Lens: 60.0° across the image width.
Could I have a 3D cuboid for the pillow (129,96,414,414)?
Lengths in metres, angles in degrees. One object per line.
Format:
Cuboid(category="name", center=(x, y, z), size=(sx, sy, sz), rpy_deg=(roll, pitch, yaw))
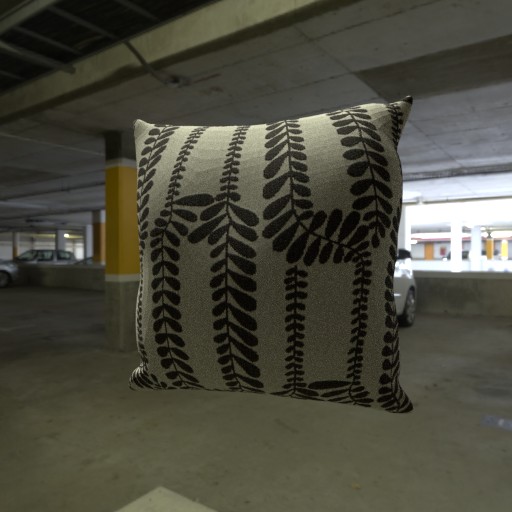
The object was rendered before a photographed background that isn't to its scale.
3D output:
Cuboid(category="pillow", center=(0.000, 0.000, 0.655), size=(0.440, 0.441, 0.182), rpy_deg=(0, 0, 17))
